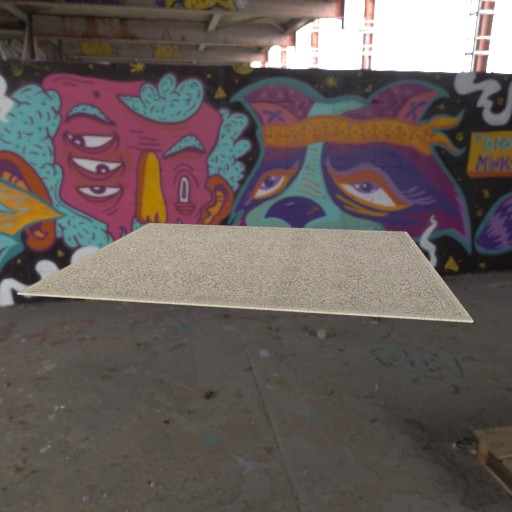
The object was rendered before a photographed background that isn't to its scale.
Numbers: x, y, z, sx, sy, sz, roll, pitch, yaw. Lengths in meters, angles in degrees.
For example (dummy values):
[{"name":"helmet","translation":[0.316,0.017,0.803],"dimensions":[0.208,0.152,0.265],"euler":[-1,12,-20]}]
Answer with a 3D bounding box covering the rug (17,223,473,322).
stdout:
[{"name":"rug","translation":[0.000,0.000,4.065],"dimensions":[3.050,0.015,2.441],"euler":[2,16,9]}]
